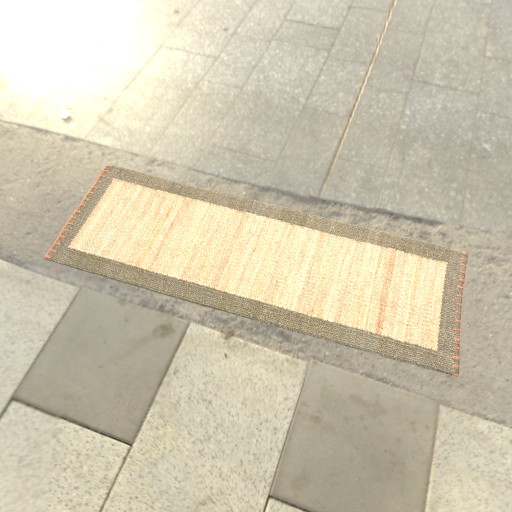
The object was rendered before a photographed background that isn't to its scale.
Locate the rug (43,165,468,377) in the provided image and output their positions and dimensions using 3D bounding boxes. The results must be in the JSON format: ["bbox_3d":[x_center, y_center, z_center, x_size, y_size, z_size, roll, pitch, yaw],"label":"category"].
[{"bbox_3d":[0.000,0.000,2.650,2.413,0.016,0.810,15,59,9],"label":"rug"}]
